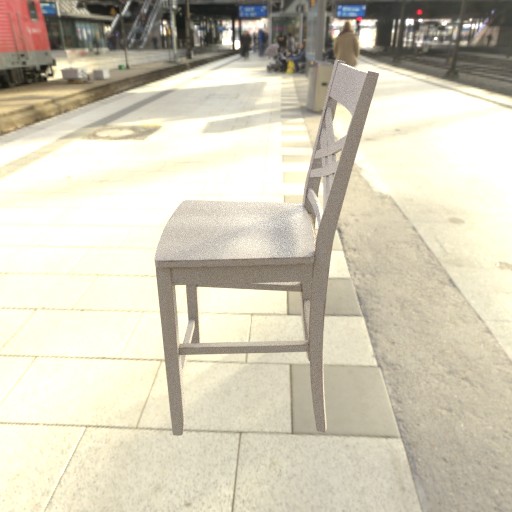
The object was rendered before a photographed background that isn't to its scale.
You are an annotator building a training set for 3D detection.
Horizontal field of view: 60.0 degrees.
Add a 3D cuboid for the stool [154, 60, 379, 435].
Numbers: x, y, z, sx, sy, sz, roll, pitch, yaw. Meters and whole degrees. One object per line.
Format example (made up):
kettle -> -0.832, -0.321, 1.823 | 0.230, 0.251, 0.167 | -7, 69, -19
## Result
stool -> 0.000, 0.000, 1.356 | 0.539, 1.079, 0.462 | 0, 26, 1
